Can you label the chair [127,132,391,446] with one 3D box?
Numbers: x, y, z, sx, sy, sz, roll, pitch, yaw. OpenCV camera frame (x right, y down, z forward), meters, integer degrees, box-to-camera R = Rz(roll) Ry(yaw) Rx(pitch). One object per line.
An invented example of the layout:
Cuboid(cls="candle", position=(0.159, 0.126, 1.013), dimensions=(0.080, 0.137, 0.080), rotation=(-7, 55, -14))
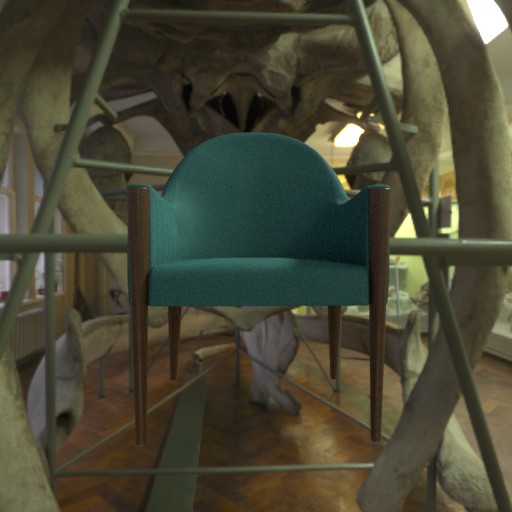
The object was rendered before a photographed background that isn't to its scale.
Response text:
Cuboid(cls="chair", position=(0.000, 0.000, 1.366), dimensions=(0.656, 0.907, 0.652), rotation=(0, 1, -2))
